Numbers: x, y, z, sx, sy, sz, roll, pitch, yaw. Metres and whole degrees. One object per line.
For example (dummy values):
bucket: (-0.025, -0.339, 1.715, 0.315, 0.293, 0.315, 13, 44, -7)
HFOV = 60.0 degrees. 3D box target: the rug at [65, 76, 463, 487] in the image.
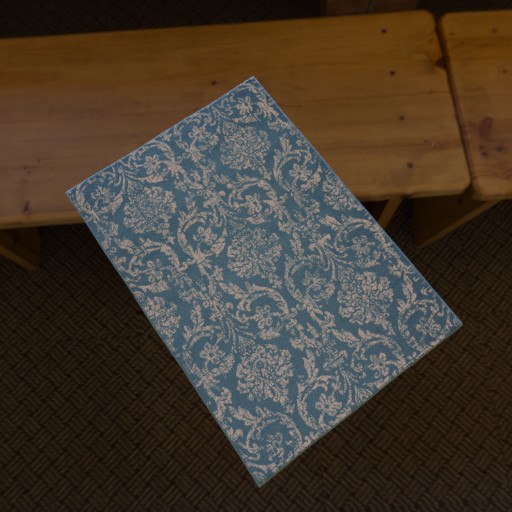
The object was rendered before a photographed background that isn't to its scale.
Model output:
rug: (0.000, 0.000, 2.843, 1.554, 0.012, 2.205, -35, 77, -9)
